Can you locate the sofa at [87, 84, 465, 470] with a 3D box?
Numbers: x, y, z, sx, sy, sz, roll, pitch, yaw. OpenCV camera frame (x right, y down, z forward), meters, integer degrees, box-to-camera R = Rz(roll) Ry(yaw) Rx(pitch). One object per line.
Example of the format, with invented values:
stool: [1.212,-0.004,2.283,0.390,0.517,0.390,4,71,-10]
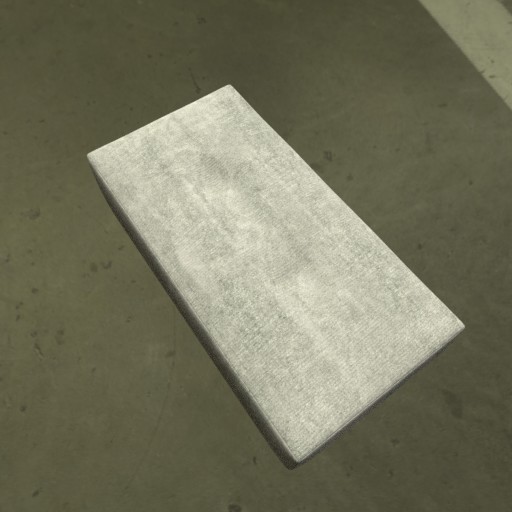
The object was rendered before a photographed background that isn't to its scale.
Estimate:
sofa: [0.000,0.000,1.166,0.480,0.330,0.930,-32,67,-16]
